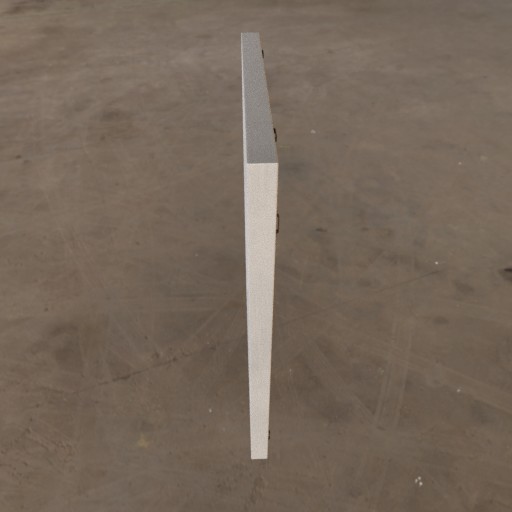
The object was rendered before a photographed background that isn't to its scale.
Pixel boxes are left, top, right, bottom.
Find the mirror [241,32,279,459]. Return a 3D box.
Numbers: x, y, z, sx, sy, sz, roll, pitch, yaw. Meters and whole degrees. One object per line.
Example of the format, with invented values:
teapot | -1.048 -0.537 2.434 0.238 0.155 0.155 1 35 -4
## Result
mirror | 0.000 0.000 0.904 0.039 0.710 0.507 -1 41 -2
